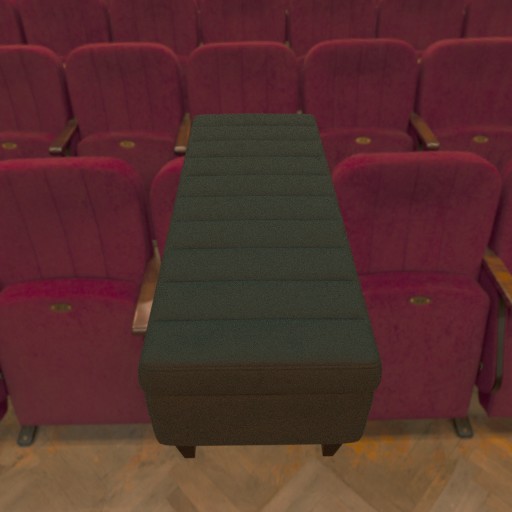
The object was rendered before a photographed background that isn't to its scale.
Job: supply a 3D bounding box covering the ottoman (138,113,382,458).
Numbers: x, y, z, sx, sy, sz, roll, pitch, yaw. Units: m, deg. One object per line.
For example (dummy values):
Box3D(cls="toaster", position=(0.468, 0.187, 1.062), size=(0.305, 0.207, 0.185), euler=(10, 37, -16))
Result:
Box3D(cls="ottoman", position=(0.000, 0.000, 1.392), size=(0.482, 0.469, 1.151), euler=(0, 41, -1))
